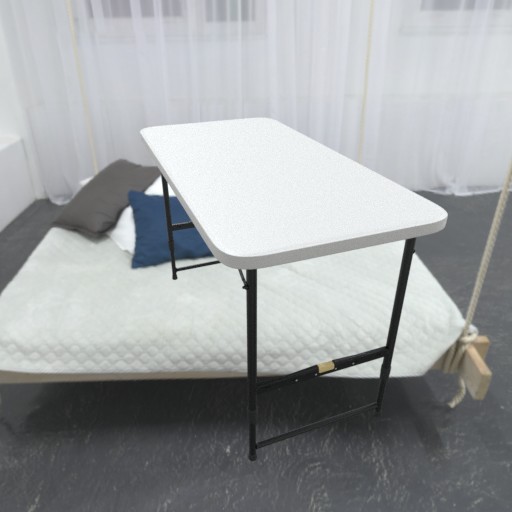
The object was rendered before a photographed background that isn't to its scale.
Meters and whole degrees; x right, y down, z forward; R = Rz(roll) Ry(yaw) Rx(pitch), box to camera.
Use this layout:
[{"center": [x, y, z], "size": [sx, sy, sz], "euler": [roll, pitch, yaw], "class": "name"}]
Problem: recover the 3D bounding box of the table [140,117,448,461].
[{"center": [0.000, 0.000, 1.664], "size": [0.610, 0.737, 1.219], "euler": [-11, 31, -19], "class": "table"}]
